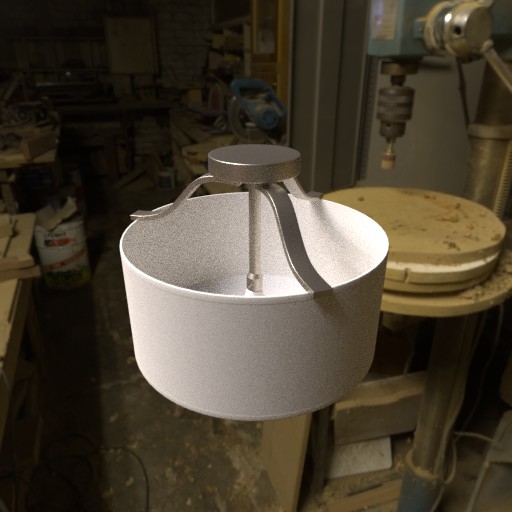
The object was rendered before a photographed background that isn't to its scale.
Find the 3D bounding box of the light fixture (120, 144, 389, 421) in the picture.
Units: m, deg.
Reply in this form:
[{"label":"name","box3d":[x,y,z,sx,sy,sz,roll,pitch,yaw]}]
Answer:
[{"label":"light fixture","box3d":[0.000,0.000,0.662,0.395,0.304,0.395,0,25,0]}]
